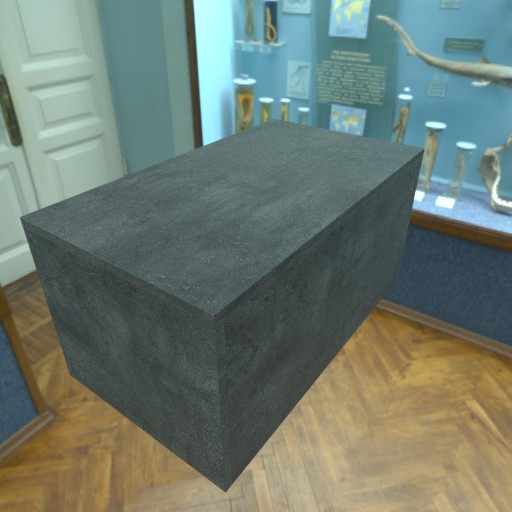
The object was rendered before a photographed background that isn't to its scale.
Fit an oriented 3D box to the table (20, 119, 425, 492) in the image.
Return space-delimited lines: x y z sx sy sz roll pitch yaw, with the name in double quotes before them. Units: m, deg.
"table" 0.000 0.000 0.922 0.400 0.350 0.700 21 38 30
